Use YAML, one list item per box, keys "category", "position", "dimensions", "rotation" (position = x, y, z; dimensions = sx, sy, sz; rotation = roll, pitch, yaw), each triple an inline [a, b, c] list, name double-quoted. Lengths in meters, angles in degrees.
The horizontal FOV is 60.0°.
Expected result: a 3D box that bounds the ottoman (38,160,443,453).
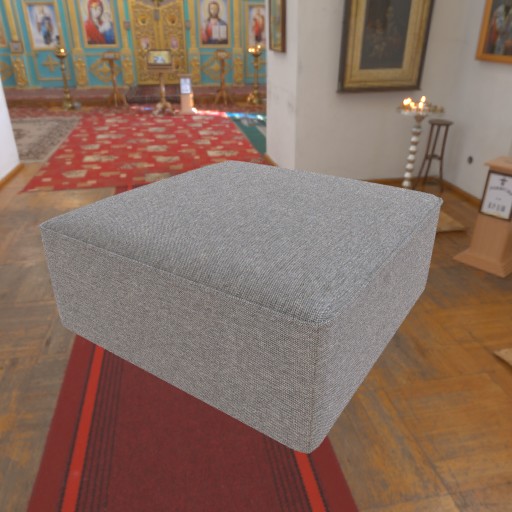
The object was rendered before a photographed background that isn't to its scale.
- category: "ottoman"
  position: [0.000, 0.000, 1.573]
  dimensions: [1.005, 0.455, 1.005]
  rotation: [16, 30, 30]
